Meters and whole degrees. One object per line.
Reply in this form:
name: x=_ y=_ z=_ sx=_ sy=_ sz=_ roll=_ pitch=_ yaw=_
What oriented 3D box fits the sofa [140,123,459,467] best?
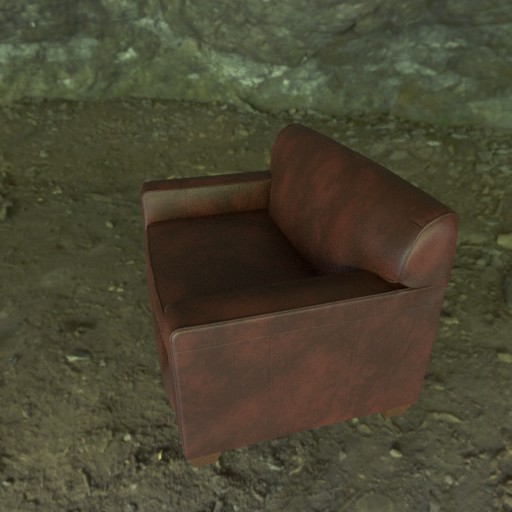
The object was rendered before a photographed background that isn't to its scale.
sofa: x=0.000 y=0.000 z=2.045 sx=1.000 sy=0.956 sz=1.413 roll=-8 pitch=30 yaw=-14
